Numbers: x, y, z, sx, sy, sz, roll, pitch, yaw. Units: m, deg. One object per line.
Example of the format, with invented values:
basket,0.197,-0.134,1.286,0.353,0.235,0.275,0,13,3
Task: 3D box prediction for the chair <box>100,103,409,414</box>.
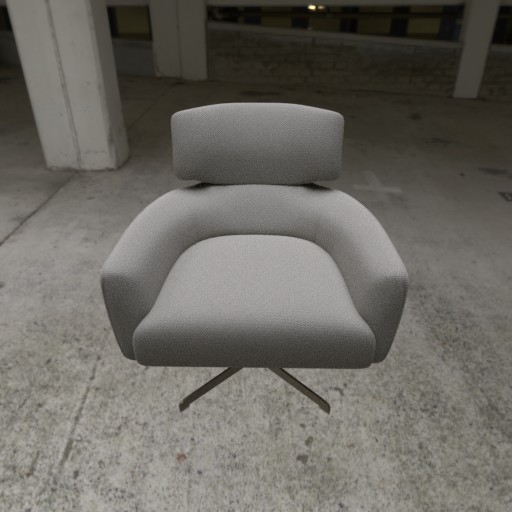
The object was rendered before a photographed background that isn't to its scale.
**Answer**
chair,0.000,0.000,1.411,0.760,0.810,0.730,1,30,1
